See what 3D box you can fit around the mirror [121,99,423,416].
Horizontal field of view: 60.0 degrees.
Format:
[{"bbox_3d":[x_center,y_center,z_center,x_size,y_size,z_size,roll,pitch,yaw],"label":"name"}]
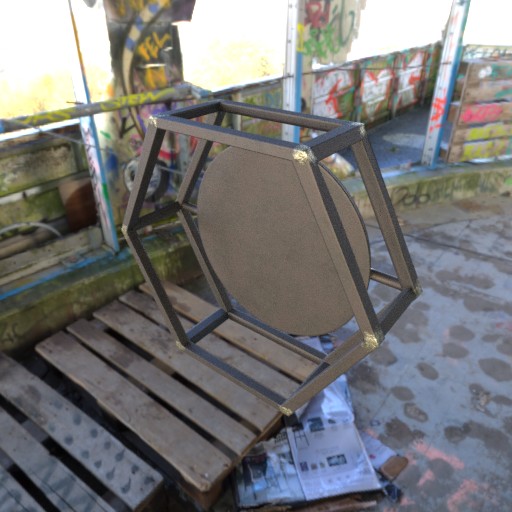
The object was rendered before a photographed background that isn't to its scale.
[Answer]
[{"bbox_3d":[0.000,0.000,0.550,0.380,0.334,0.119,22,37,32],"label":"mirror"}]
